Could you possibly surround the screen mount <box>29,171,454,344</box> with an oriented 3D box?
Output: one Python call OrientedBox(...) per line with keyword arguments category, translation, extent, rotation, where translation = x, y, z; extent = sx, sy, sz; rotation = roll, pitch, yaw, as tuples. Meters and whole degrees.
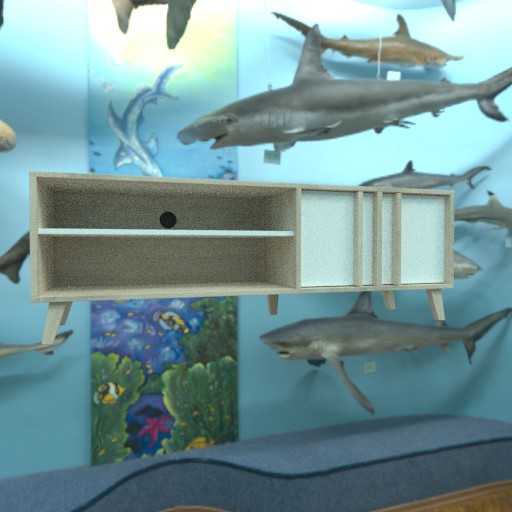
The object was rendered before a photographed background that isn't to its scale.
OrientedBox(category="screen mount", translation=(0.000, 0.000, 1.701), extent=(1.500, 0.510, 0.400), rotation=(0, 1, -18))
